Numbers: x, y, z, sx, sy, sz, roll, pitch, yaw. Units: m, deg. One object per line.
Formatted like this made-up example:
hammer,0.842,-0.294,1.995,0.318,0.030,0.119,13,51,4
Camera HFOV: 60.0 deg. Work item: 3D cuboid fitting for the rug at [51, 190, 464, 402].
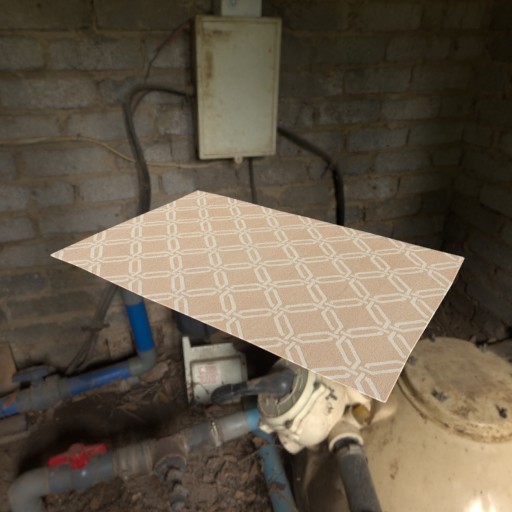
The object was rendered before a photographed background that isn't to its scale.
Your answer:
rug,0.000,0.000,2.215,1.745,0.010,1.146,18,33,29
